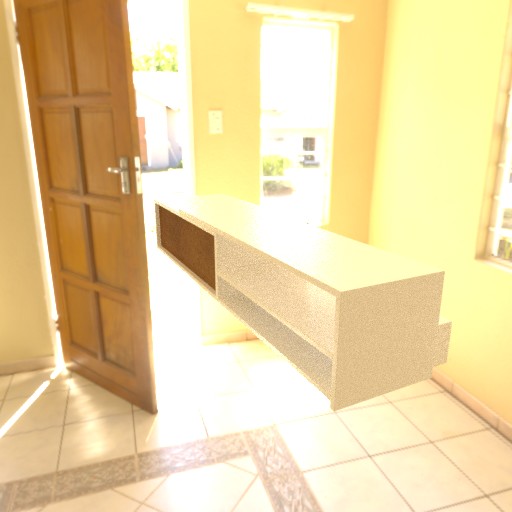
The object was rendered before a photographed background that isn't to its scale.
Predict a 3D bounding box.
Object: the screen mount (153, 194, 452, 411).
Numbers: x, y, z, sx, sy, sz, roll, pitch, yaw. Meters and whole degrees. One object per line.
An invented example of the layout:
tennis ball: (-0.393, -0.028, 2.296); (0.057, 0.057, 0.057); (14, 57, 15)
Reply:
screen mount: (0.000, 0.000, 1.873); (0.420, 0.320, 1.680); (-8, 18, -26)
